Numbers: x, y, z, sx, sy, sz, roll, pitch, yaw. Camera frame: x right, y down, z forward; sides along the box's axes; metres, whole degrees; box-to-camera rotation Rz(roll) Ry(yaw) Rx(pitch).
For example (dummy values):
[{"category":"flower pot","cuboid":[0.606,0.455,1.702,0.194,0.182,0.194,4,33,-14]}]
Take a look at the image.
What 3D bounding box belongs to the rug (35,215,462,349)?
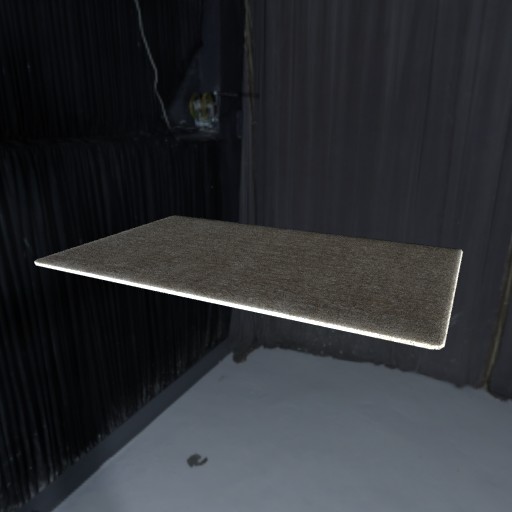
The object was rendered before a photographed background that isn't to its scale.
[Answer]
[{"category":"rug","cuboid":[0.000,0.000,2.974,2.469,0.024,1.539,9,20,25]}]
